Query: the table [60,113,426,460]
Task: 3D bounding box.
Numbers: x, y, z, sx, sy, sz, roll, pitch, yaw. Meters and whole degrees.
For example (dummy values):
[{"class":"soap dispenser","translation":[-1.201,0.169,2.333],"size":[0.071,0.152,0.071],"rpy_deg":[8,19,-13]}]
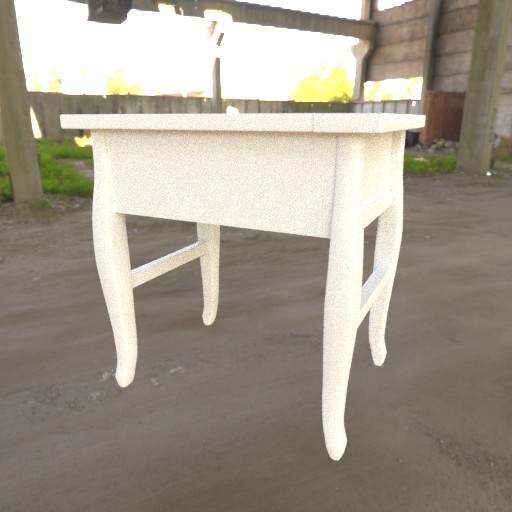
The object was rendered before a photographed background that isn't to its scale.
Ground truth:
[{"class":"table","translation":[0.000,0.000,0.991],"size":[0.599,0.605,0.463],"rpy_deg":[9,19,25]}]
